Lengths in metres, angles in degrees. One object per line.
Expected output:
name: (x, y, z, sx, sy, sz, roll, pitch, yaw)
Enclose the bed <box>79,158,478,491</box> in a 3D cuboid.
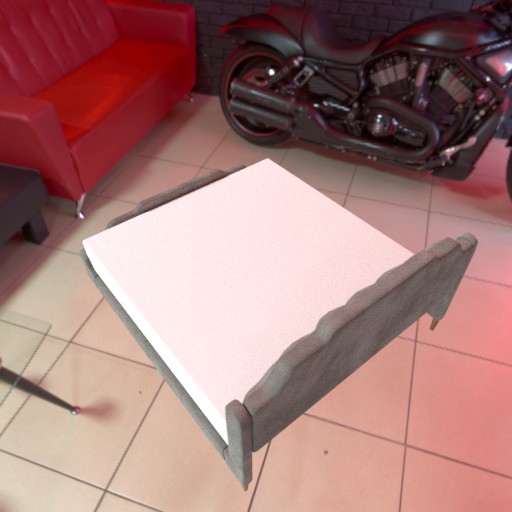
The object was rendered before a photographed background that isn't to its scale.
bed: (0.000, 0.000, 3.496, 2.074, 1.245, 2.340, -29, 52, -27)
